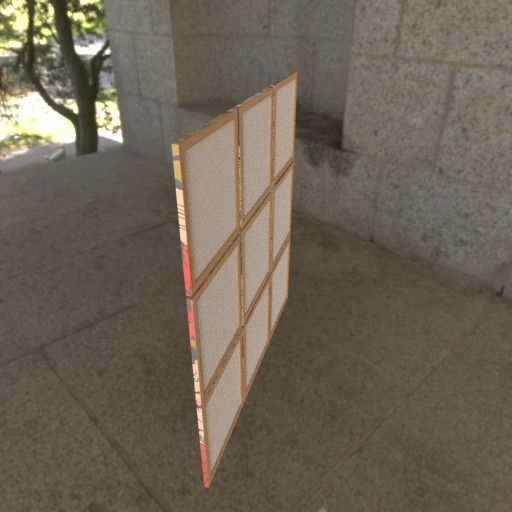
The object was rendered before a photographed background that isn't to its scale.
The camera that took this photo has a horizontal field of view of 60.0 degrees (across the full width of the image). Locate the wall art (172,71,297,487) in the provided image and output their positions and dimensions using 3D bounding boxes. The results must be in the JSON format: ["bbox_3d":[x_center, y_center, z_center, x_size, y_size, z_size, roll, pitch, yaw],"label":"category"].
[{"bbox_3d":[0.000,0.000,1.321,0.013,0.913,0.904,9,31,15],"label":"wall art"}]
